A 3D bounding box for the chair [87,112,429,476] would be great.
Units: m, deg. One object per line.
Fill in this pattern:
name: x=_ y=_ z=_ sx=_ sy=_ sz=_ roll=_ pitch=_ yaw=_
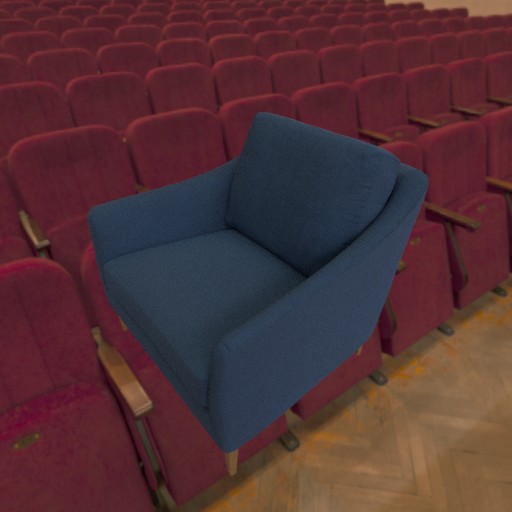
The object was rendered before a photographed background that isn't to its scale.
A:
chair: x=0.000 y=0.000 z=1.697 sx=0.961 sy=0.899 sz=0.987 roll=-22 pitch=38 yaw=-31
